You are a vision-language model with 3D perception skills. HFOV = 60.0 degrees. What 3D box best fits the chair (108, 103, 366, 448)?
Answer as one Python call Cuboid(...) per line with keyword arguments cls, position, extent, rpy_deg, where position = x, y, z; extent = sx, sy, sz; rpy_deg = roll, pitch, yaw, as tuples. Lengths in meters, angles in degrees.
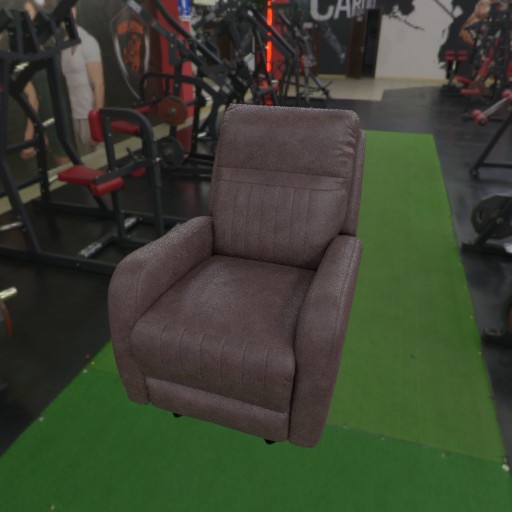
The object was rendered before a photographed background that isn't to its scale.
Cuboid(cls="chair", position=(0.000, 0.000, 1.843), extent=(0.865, 1.067, 1.067), rpy_deg=(9, 29, 17))
